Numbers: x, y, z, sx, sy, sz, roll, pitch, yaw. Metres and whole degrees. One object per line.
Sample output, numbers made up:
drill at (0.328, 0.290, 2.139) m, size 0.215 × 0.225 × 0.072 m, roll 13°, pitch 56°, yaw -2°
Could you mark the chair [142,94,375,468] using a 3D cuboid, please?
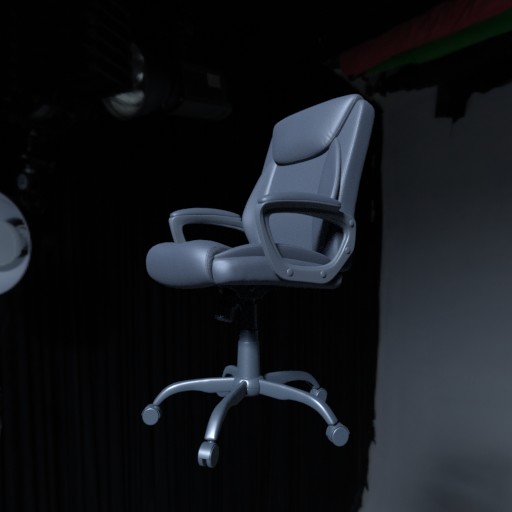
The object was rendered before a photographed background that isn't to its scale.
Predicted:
chair at (0.000, 0.000, 1.445) m, size 0.655 × 1.072 × 0.615 m, roll 0°, pitch 0°, yaw -36°
